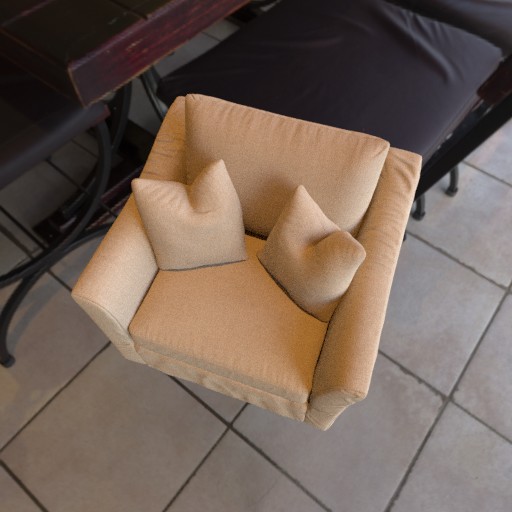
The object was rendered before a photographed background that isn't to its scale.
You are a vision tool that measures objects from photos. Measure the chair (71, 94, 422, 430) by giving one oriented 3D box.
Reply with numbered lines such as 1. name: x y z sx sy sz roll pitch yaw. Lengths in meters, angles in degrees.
1. chair: 0.000 0.000 2.048 1.194 1.093 1.071 17 60 10
